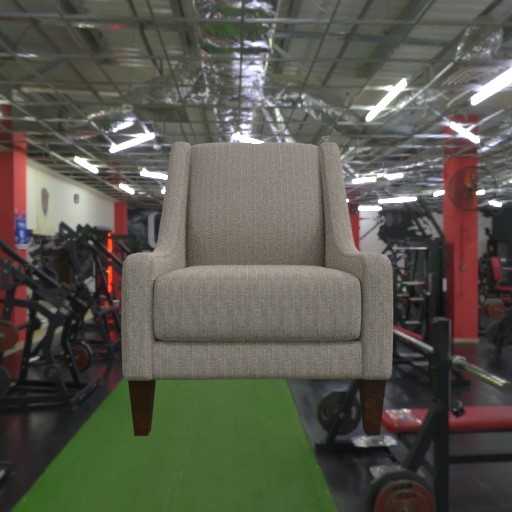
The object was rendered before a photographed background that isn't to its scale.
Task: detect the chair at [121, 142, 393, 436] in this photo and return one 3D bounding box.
[{"bbox_3d":[0.000,0.000,1.632,0.774,1.014,0.870,0,1,-1],"label":"chair"}]
